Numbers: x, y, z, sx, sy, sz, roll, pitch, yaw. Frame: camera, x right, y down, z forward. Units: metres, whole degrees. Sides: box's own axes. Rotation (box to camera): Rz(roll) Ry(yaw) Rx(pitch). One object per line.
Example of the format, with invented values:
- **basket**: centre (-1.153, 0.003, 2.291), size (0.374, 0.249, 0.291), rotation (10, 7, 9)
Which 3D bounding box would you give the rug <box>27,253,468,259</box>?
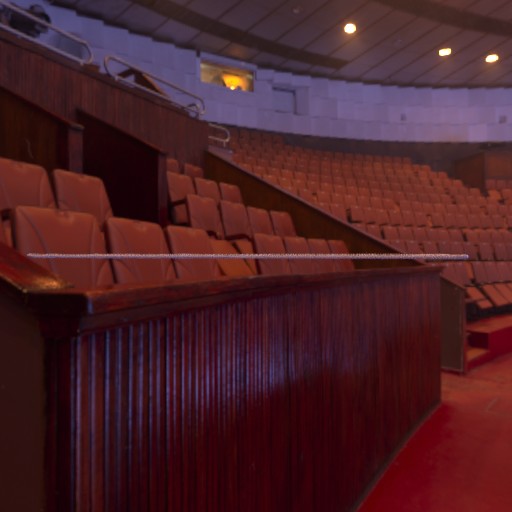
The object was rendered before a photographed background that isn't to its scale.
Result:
- **rug**: centre (0.000, 0.000, 3.034), size (2.438, 0.034, 1.521), rotation (0, 0, 18)
